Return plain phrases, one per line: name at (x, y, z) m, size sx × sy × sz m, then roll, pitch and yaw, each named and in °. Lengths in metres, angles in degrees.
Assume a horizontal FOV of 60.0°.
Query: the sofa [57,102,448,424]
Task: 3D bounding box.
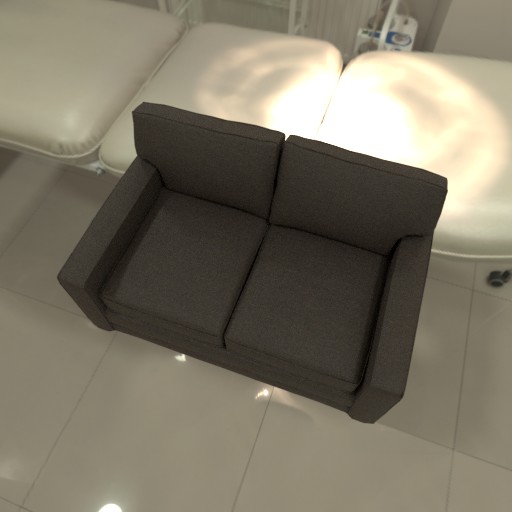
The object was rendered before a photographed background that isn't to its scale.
sofa at (0.000, 0.000, 2.138) m, size 1.534 × 0.887 × 0.974 m, roll 17°, pitch 60°, yaw 10°
